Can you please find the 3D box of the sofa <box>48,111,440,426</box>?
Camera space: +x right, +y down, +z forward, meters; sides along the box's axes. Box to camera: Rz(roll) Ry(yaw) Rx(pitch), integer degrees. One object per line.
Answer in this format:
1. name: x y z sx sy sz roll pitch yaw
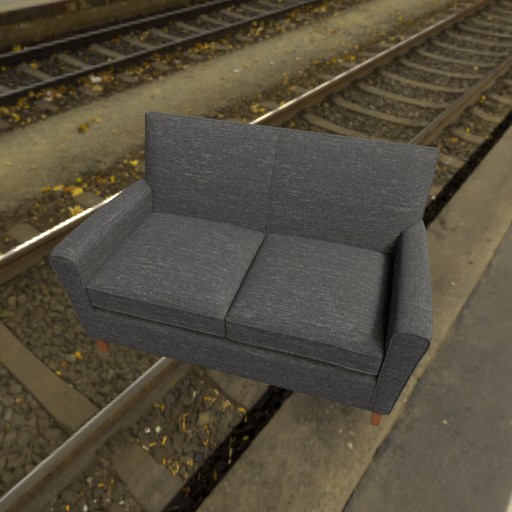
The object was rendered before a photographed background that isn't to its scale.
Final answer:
1. sofa: 0.000 0.000 1.959 1.420 0.846 0.875 11 42 13
